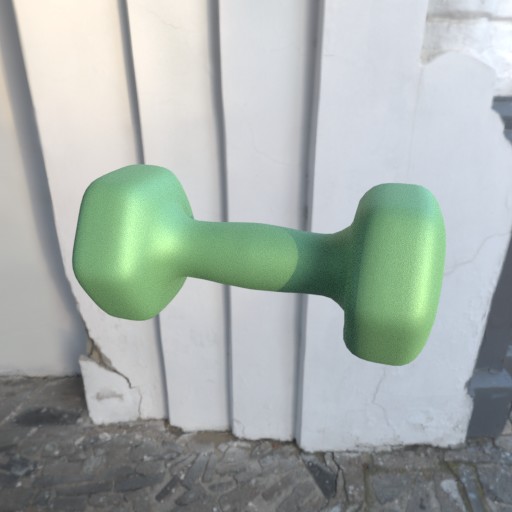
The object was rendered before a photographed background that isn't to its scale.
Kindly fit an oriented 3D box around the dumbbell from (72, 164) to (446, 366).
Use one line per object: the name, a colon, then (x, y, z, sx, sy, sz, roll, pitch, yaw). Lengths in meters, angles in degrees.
dumbbell: (0.000, 0.000, 0.335, 0.260, 0.117, 0.129, 7, 26, 15)
